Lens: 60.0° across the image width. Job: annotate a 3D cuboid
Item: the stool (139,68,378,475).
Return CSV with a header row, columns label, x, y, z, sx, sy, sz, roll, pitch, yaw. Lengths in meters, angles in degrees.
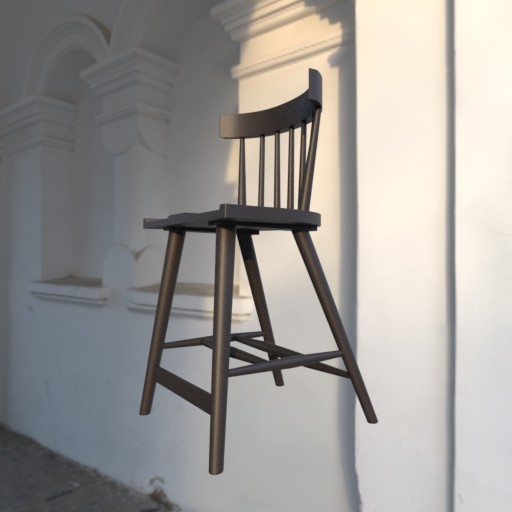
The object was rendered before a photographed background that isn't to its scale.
label,x,y,z,sx,sy,sz,roll,pitch,yaw
stool,0.000,0.000,1.304,0.549,0.953,0.494,0,0,-35
